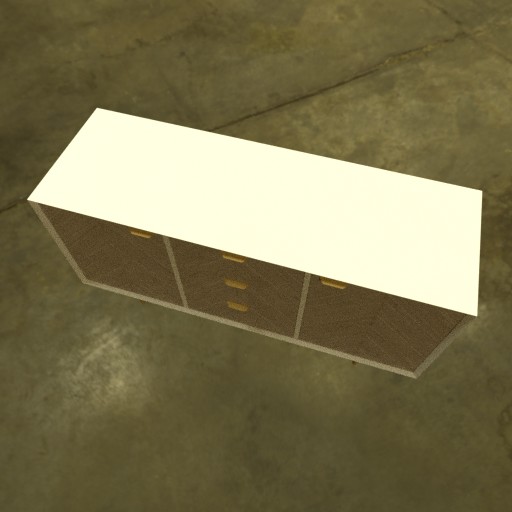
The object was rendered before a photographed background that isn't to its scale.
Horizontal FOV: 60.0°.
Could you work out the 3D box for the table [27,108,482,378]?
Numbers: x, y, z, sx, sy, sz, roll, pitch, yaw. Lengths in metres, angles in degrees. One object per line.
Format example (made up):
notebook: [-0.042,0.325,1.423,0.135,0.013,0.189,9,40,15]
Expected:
table: [0.000,0.000,1.862,1.500,0.769,0.508,14,58,9]
